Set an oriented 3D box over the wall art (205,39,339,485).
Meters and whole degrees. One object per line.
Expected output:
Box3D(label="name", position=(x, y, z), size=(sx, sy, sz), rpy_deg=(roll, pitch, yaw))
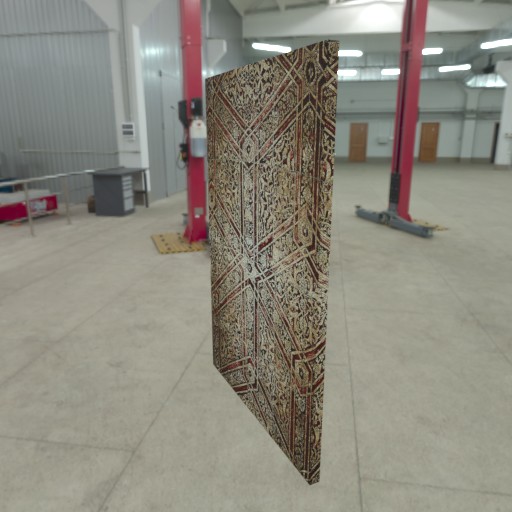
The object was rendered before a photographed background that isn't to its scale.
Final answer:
Box3D(label="wall art", position=(0.000, 0.000, 1.129), size=(0.030, 0.904, 0.599), rpy_deg=(-7, 17, -25))
